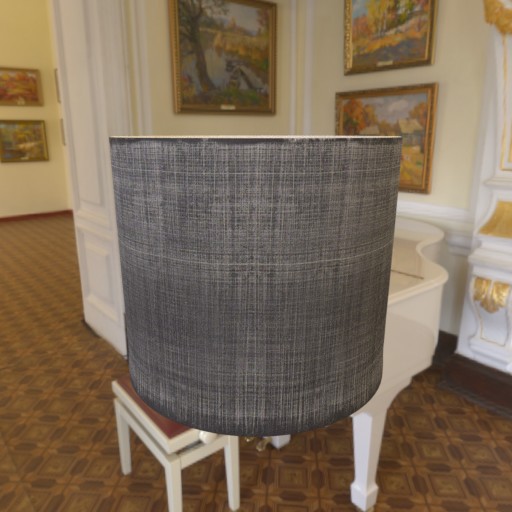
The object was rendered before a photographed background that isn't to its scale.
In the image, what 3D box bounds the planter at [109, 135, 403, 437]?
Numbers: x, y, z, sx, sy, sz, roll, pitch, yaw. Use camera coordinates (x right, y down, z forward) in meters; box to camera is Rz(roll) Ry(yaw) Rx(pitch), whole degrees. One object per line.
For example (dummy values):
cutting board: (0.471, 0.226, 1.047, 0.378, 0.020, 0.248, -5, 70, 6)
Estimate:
planter: (0.000, 0.000, 0.302, 0.178, 0.157, 0.178, 0, 15, 0)
